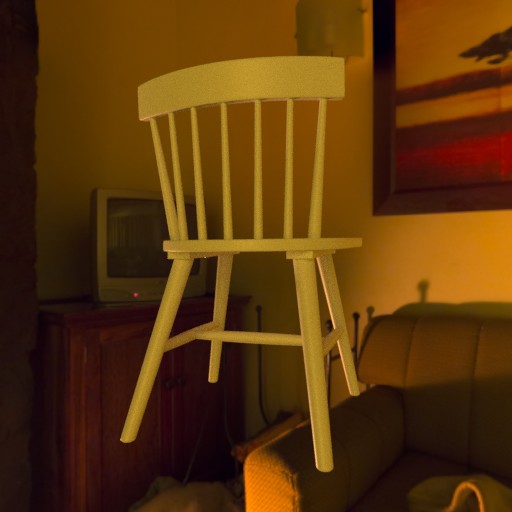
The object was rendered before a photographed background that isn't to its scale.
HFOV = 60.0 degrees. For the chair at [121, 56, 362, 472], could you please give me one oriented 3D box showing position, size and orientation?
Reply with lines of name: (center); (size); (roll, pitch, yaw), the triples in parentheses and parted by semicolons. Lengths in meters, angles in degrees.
chair: (0.000, 0.000, 1.101); (0.483, 0.787, 0.500); (0, -1, 18)
